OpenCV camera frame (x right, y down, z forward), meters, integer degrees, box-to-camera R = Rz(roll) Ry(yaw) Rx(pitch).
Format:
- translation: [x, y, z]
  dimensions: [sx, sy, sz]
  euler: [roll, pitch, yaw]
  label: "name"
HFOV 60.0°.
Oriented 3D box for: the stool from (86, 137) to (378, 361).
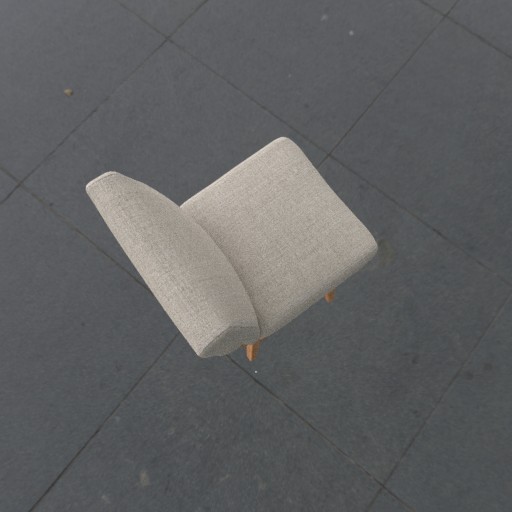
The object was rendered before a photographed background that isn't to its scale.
- translation: [0.000, 0.000, 1.408]
  dimensions: [0.569, 1.106, 0.483]
  euler: [-35, 78, -9]
  label: "stool"
